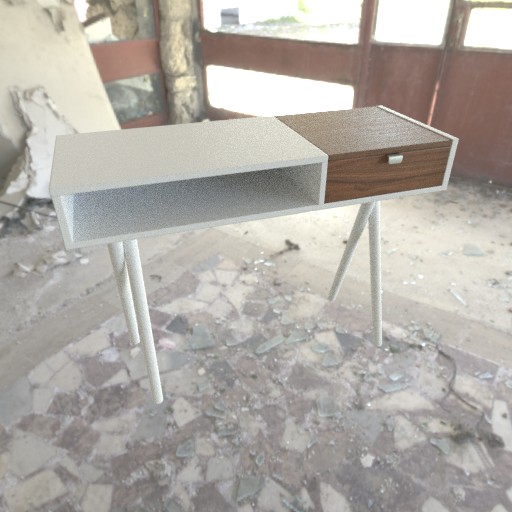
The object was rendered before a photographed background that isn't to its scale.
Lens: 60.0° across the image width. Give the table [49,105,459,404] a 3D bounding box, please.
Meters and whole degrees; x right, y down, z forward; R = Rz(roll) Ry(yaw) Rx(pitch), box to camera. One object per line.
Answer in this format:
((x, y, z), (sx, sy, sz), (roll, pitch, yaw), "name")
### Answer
((0.000, 0.000, 1.454), (1.066, 0.785, 0.418), (-10, 34, -16), "table")
